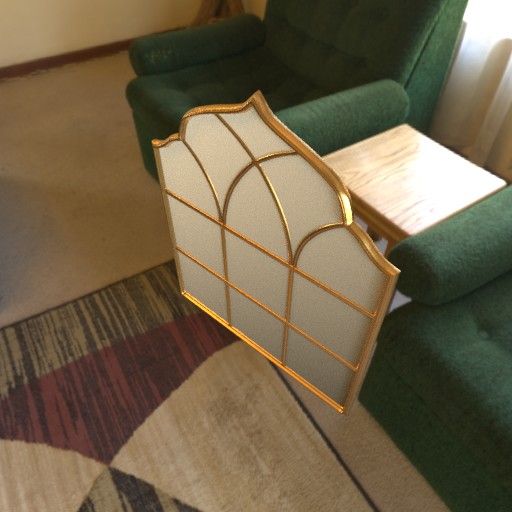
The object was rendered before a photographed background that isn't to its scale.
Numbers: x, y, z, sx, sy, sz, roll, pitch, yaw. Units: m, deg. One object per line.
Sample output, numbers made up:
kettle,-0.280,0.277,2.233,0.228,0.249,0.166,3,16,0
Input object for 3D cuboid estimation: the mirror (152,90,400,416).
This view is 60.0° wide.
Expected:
mirror,0.000,0.000,0.820,0.513,0.635,0.018,32,54,26
